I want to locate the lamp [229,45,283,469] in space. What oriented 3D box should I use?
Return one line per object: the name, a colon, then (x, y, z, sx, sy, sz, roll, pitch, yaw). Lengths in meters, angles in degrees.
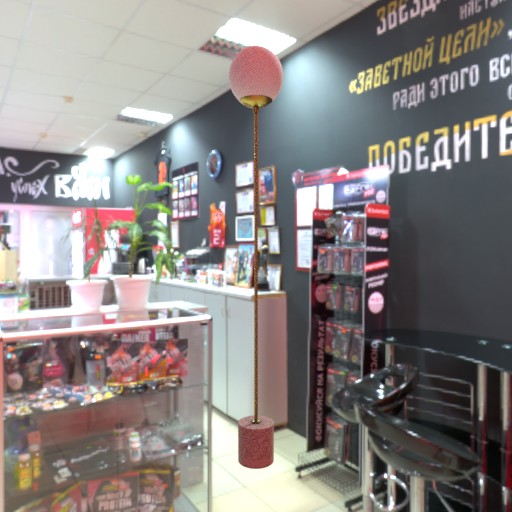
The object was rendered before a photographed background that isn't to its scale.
lamp: (0.000, 0.000, 1.879, 0.229, 1.748, 0.229, 0, 1, -1)
